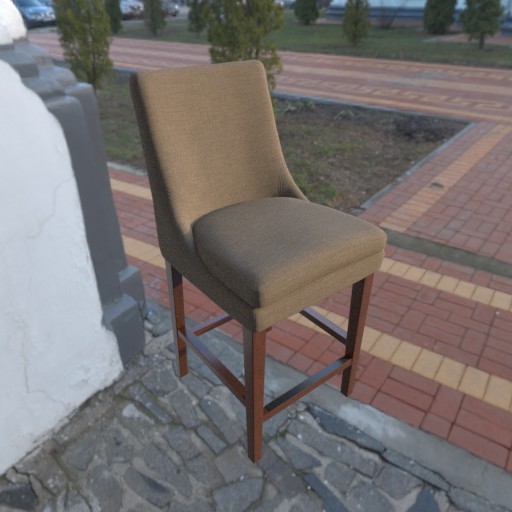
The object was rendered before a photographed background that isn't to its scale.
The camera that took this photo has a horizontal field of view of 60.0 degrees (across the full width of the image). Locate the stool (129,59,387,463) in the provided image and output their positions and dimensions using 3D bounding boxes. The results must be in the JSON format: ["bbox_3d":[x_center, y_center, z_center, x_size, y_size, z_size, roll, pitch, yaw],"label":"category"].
[{"bbox_3d":[0.000,0.000,1.292,0.470,0.981,0.577,-22,37,-32],"label":"stool"}]
